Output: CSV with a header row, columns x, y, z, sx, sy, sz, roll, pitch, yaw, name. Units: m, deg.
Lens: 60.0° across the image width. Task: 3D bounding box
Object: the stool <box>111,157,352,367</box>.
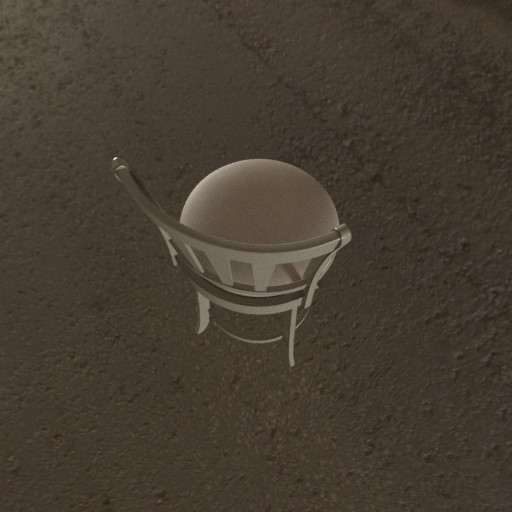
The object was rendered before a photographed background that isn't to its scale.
x,y,z,sx,sy,sz,roll,pitch,yaw,name
0.000,0.000,1.268,0.436,1.042,0.475,18,65,8,stool
